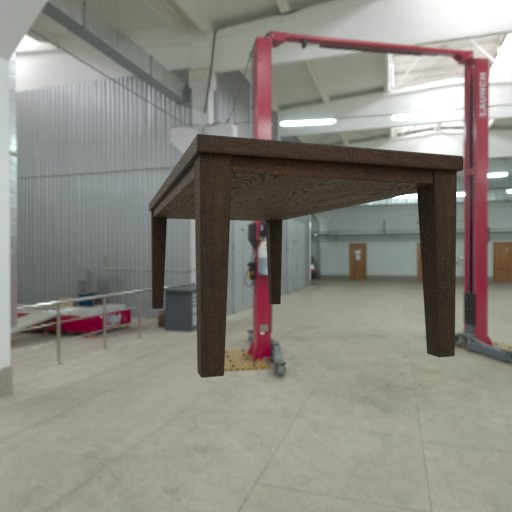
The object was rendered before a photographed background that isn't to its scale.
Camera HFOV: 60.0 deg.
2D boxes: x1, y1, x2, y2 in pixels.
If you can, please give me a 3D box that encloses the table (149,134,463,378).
[{"bbox_3d":[0.000,0.000,2.464,1.016,0.762,1.981,0,0,-18],"label":"table"}]
